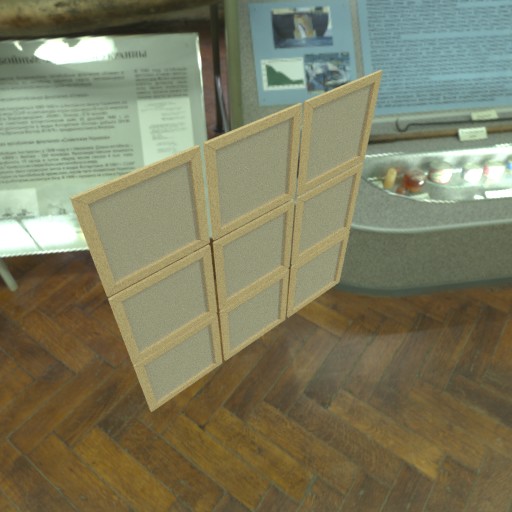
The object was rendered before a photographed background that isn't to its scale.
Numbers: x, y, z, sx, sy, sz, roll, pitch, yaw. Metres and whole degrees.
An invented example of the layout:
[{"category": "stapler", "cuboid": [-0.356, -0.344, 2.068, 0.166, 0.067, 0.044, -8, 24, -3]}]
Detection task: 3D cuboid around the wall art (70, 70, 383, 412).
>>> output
[{"category": "wall art", "cuboid": [0.000, 0.000, 2.279, 1.519, 1.507, 0.014, -30, 53, -26]}]
